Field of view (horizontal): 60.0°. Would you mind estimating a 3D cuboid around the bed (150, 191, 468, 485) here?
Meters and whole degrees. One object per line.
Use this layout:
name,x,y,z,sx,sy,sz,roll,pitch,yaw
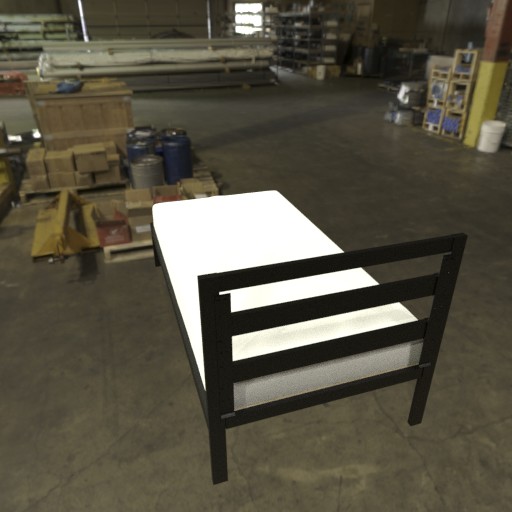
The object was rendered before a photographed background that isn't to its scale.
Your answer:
bed,0.000,0.000,2.497,0.991,0.967,1.930,-9,29,-16
